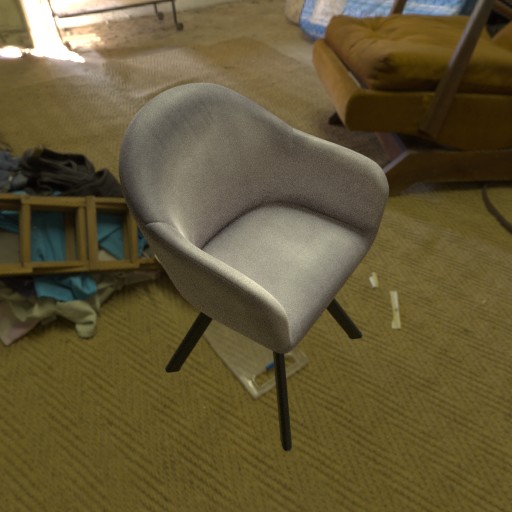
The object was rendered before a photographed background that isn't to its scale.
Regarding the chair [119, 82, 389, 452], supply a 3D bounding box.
[{"bbox_3d":[0.000,0.000,1.175,0.540,0.780,0.570,25,47,25],"label":"chair"}]
